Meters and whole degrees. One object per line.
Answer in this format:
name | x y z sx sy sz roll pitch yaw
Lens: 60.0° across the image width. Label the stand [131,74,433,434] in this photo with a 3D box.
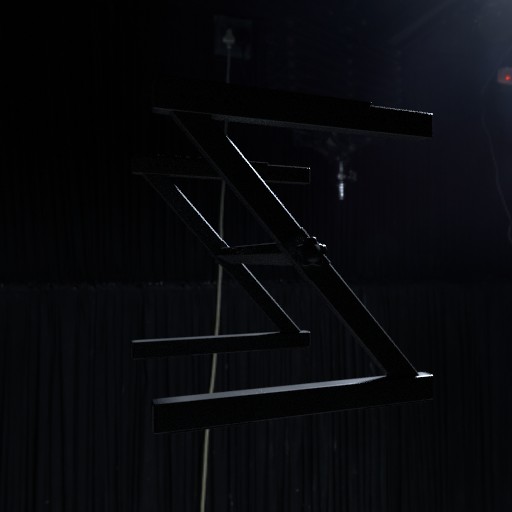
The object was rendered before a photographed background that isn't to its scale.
stand | 0.000 0.000 1.141 0.586 0.617 0.700 0 0 -19
